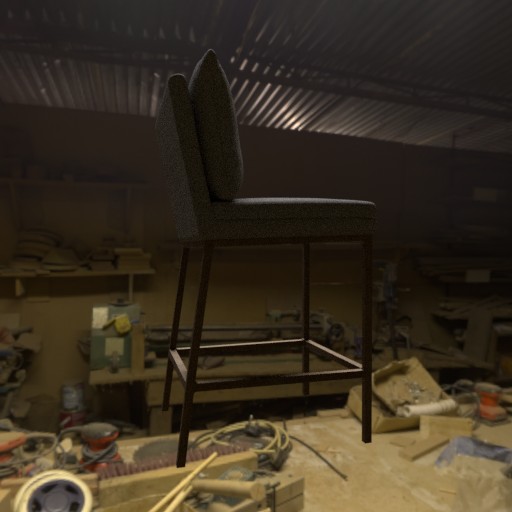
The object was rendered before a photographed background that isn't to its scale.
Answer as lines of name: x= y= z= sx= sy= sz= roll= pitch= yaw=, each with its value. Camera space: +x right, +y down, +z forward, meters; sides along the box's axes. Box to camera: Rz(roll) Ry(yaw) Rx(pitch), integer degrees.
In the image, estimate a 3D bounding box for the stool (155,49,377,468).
stool: x=0.000 y=0.000 z=1.356 sx=0.569 sy=1.031 sz=0.463 roll=0 pitch=1 yaw=-17
